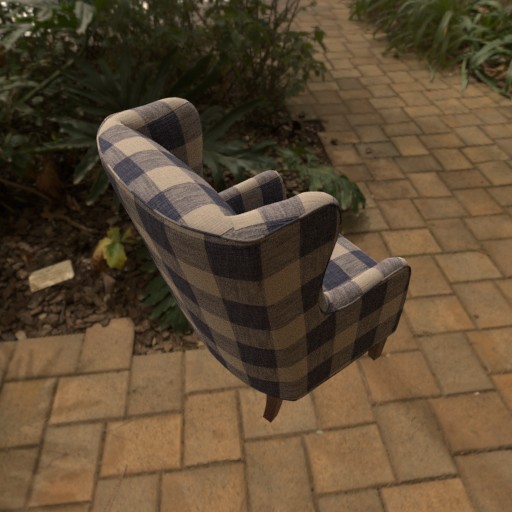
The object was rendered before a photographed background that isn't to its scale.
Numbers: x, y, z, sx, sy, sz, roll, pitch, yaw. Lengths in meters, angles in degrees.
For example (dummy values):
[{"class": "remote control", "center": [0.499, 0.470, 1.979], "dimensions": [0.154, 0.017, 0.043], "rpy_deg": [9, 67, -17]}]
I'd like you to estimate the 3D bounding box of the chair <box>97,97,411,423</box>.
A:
[{"class": "chair", "center": [0.000, 0.000, 1.690], "dimensions": [0.889, 1.041, 0.830], "rpy_deg": [-25, 47, -26]}]
